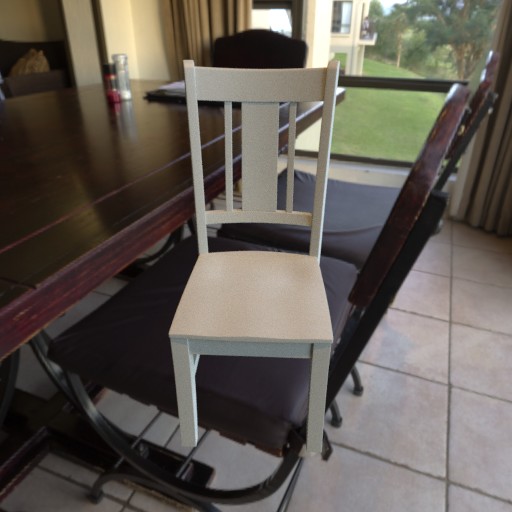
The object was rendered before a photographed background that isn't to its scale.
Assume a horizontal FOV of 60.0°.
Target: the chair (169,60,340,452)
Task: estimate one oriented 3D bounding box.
[{"bbox_3d":[0.000,0.000,1.288,0.450,0.998,0.555,1,29,3],"label":"chair"}]
